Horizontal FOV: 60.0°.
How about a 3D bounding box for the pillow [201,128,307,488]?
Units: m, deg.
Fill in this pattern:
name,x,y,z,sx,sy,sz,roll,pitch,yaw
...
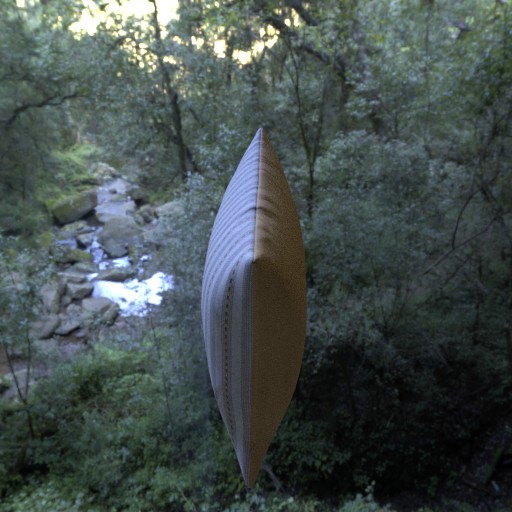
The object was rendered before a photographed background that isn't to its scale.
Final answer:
name,x,y,z,sx,sy,sz,roll,pitch,yaw
pillow,0.000,0.000,0.712,0.151,0.291,0.608,1,27,1
